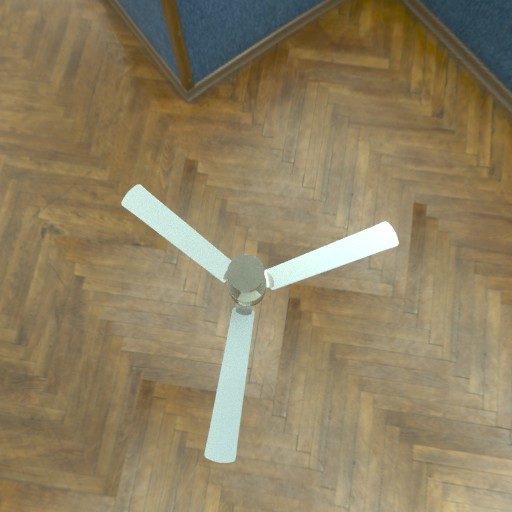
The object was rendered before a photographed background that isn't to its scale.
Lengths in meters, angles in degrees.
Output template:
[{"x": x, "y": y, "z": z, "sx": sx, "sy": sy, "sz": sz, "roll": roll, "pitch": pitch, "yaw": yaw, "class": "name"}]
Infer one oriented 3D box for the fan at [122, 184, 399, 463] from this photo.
[{"x": 0.000, "y": 0.000, "z": 2.280, "sx": 1.531, "sy": 0.446, "sz": 1.561, "roll": -33, "pitch": 78, "yaw": -8, "class": "fan"}]
